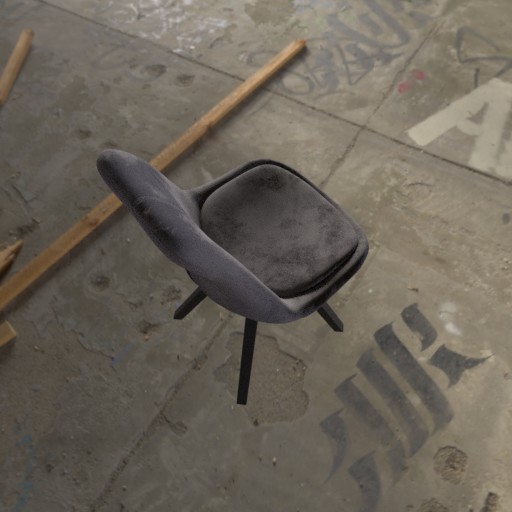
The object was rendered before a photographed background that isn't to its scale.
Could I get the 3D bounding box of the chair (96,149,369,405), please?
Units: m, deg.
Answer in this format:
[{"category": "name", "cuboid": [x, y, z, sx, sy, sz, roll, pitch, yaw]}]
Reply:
[{"category": "chair", "cuboid": [0.000, 0.000, 1.188, 0.550, 0.850, 0.476, -34, 63, -19]}]
